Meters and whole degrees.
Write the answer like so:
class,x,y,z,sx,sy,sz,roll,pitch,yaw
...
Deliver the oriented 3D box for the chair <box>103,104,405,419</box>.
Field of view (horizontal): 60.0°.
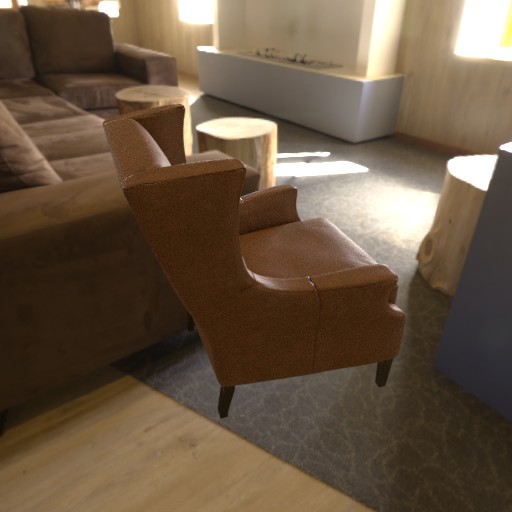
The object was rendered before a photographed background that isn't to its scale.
class,x,y,z,sx,sy,sz,roll,pitch,yaw
chair,0.000,0.000,1.701,0.925,1.016,0.852,-11,33,-18
